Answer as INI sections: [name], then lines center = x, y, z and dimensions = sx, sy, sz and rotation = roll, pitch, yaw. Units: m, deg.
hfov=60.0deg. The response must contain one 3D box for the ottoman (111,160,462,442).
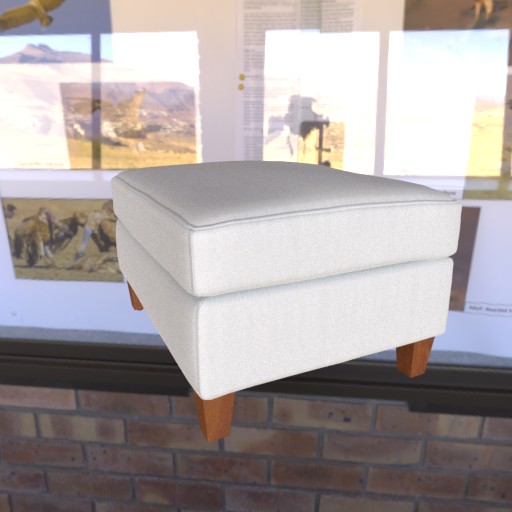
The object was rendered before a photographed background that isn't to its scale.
[ottoman]
center = 0.000, 0.000, 1.216
dimensions = 0.634, 0.496, 0.818
rotation = -8, 18, -25
